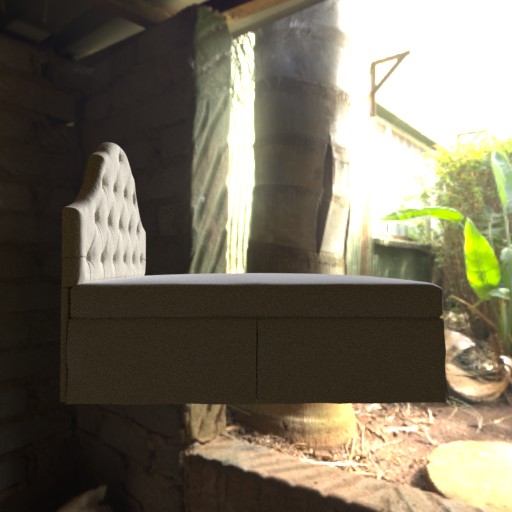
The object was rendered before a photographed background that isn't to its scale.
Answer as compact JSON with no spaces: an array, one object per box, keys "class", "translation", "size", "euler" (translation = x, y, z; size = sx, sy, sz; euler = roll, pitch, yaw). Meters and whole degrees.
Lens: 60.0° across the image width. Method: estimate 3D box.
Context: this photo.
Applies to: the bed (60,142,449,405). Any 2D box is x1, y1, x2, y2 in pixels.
[{"class":"bed","translation":[0.000,0.000,3.130],"size":[2.092,1.575,1.627],"euler":[0,-1,-1]}]
